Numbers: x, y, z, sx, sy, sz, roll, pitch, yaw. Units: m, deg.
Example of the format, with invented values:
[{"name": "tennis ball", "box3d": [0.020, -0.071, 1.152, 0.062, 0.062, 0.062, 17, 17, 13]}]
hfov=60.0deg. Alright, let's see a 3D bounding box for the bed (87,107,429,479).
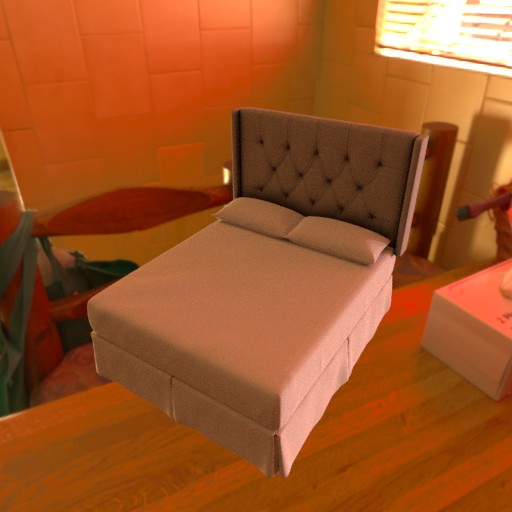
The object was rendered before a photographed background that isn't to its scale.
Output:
[{"name": "bed", "box3d": [0.000, 0.000, 3.361, 1.719, 1.665, 2.066, 19, 36, 28]}]
